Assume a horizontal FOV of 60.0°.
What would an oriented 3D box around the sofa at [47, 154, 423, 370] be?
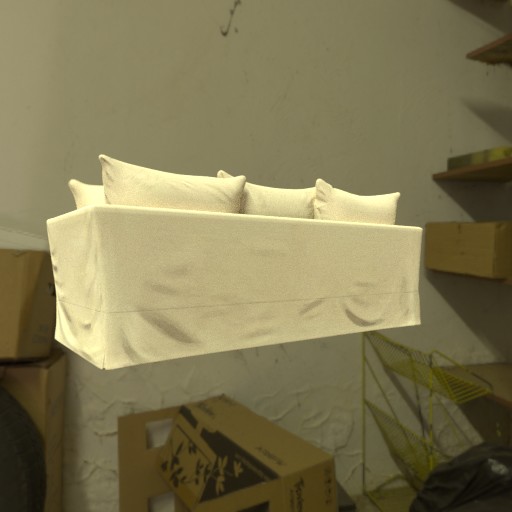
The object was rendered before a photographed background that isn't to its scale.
[{"bbox_3d":[0.000,0.000,3.062,2.484,1.042,1.030,0,-1,-36],"label":"sofa"}]
